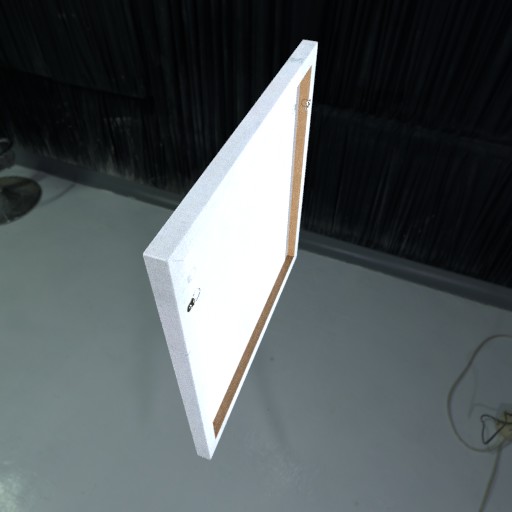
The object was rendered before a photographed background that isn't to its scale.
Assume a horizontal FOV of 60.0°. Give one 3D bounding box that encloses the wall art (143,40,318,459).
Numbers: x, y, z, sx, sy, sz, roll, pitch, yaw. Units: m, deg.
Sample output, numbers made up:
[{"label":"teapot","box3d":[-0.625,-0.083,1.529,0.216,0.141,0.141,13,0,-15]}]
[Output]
[{"label":"wall art","box3d":[0.000,0.000,1.108,0.041,0.762,0.762,15,49,14]}]
